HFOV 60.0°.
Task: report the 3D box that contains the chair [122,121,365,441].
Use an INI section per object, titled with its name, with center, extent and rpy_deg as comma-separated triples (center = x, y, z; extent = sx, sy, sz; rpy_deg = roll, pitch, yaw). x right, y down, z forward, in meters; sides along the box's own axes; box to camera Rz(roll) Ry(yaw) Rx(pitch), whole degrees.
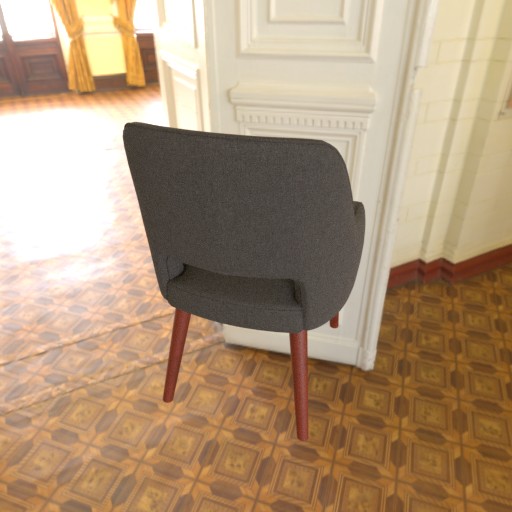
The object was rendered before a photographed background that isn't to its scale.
[chair]
center = 0.000, 0.000, 1.232
extent = 0.559, 0.838, 0.560
rpy_deg = 10, 34, 15
